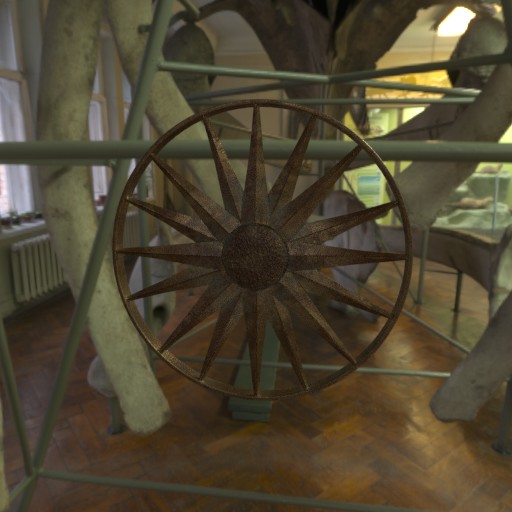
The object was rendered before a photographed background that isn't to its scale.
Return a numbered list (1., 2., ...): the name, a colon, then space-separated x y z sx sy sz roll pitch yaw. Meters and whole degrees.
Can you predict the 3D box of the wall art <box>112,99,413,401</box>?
1. wall art: 0.000 0.000 0.865 0.582 0.583 0.084 2 13 9
